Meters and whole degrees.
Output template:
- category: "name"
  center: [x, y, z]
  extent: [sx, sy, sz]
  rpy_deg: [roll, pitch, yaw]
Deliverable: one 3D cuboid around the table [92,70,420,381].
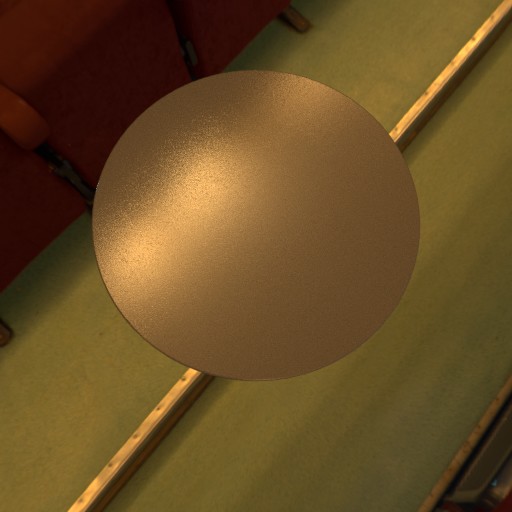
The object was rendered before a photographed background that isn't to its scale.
- category: "table"
  center: [0.000, 0.000, 0.941]
  extent: [0.500, 0.550, 0.500]
  rpy_deg: [0, 75, 0]
